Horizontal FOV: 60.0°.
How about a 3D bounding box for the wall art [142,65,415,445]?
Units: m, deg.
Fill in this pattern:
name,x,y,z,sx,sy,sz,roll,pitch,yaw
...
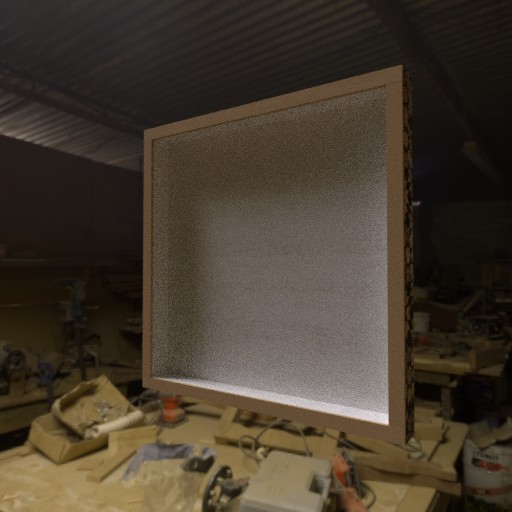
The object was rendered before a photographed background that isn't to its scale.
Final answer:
name,x,y,z,sx,sy,sz,roll,pitch,yaw
wall art,0.000,0.000,0.600,0.405,0.405,0.038,-1,-2,34
